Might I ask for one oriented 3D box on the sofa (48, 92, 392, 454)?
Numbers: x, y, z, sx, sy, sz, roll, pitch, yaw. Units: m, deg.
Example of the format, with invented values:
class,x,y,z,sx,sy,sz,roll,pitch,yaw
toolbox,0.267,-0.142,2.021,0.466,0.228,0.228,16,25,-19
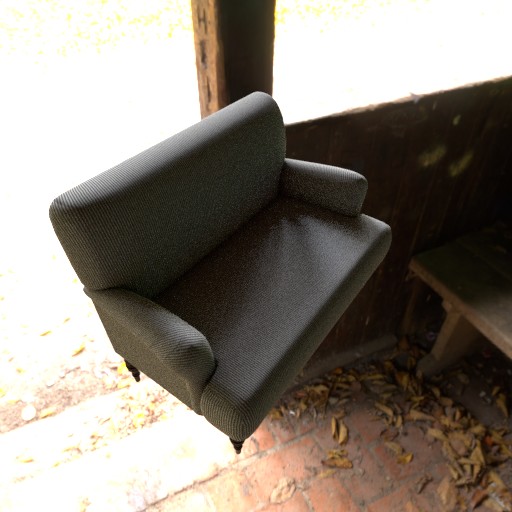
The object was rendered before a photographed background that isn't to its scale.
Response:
class,x,y,z,sx,sy,sz,roll,pitch,yaw
sofa,0.000,0.000,1.842,0.779,0.889,1.297,25,46,26
